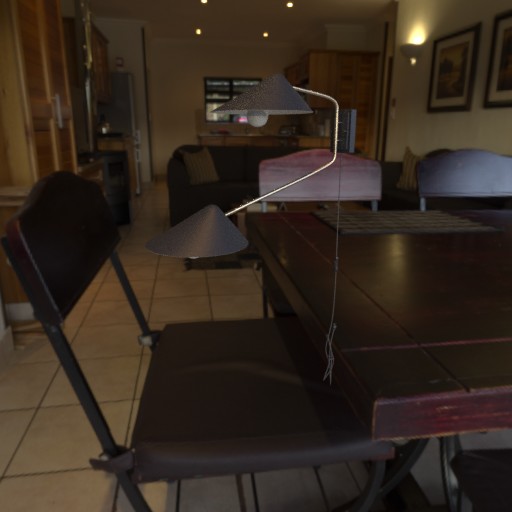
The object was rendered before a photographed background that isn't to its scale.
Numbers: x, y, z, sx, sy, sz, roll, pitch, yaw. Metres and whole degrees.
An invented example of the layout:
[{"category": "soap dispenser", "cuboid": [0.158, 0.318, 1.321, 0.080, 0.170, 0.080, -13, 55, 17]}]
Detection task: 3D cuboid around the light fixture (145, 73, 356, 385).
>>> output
[{"category": "light fixture", "cuboid": [0.000, 0.000, 0.862, 0.422, 0.665, 0.189, -8, 18, -27]}]
